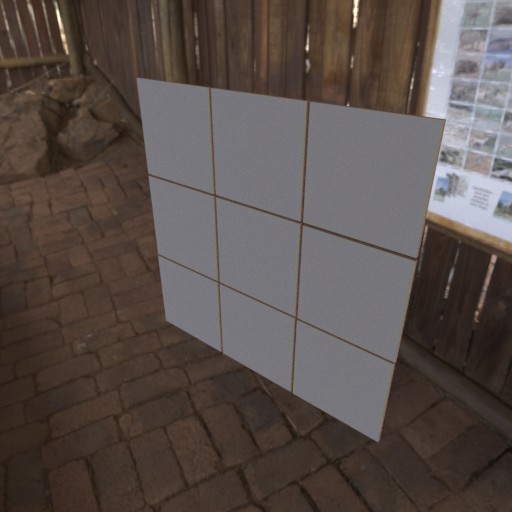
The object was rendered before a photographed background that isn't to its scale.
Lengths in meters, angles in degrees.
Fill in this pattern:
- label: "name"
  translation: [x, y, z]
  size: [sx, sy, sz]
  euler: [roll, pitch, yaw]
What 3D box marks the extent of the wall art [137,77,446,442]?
- label: "wall art"
  translation: [0.000, 0.000, 2.185]
  size: [1.527, 1.521, 0.017]
  euler: [21, 36, 33]
